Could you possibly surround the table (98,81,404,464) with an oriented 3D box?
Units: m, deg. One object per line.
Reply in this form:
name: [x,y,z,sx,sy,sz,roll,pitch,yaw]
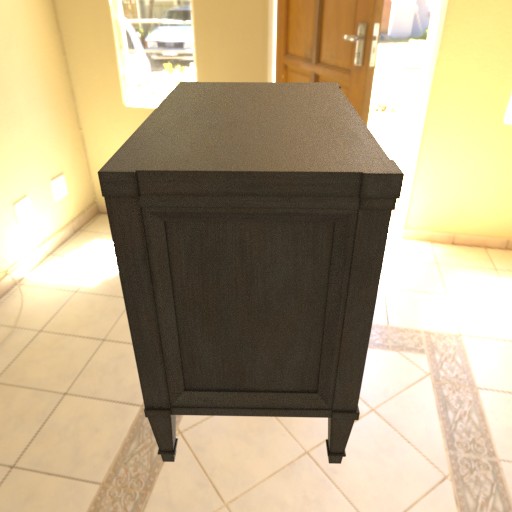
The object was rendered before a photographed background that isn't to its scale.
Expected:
table: [0.000,0.000,1.044,0.413,0.660,0.660,1,31,1]
